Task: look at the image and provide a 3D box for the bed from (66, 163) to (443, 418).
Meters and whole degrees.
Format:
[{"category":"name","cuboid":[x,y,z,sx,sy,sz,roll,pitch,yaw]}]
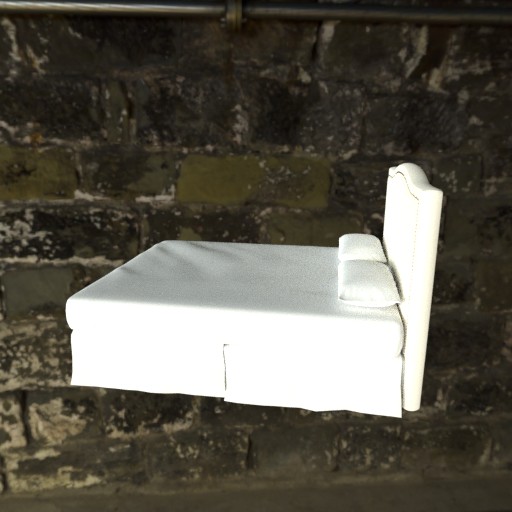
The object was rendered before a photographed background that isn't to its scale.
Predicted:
[{"category":"bed","cuboid":[0.000,0.000,3.452,2.282,1.436,1.821,3,16,10]}]
